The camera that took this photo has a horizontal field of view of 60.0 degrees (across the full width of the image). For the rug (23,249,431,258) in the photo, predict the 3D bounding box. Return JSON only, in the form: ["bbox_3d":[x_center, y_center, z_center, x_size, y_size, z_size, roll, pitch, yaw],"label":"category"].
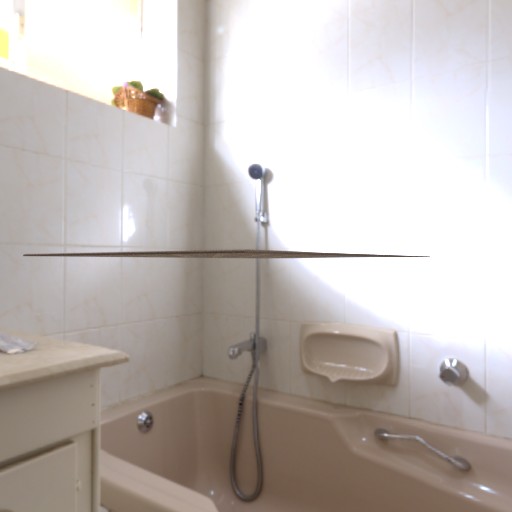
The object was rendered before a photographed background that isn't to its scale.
[{"bbox_3d":[0.000,0.000,2.917,1.600,0.013,2.260,-1,-1,37],"label":"rug"}]
